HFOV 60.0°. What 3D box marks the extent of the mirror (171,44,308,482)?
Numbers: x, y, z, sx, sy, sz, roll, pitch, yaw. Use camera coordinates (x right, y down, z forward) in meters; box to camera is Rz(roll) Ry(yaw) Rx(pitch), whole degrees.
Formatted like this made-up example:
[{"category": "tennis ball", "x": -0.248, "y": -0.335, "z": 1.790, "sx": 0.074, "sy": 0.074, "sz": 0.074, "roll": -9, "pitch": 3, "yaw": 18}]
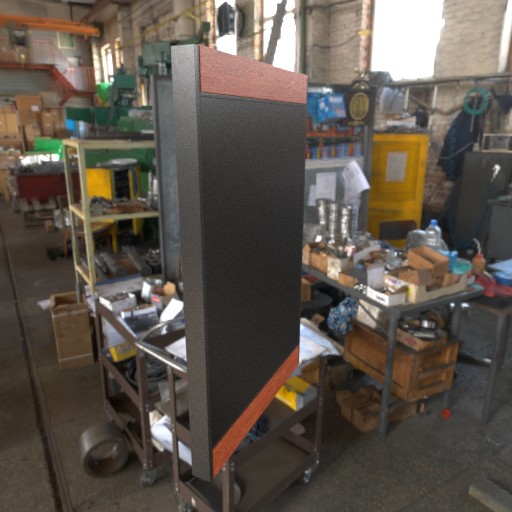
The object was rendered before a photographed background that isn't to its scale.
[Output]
[{"category": "mirror", "x": 0.000, "y": 0.000, "z": 1.029, "sx": 0.047, "sy": 0.823, "sz": 0.525, "roll": 8, "pitch": 18, "yaw": 25}]
